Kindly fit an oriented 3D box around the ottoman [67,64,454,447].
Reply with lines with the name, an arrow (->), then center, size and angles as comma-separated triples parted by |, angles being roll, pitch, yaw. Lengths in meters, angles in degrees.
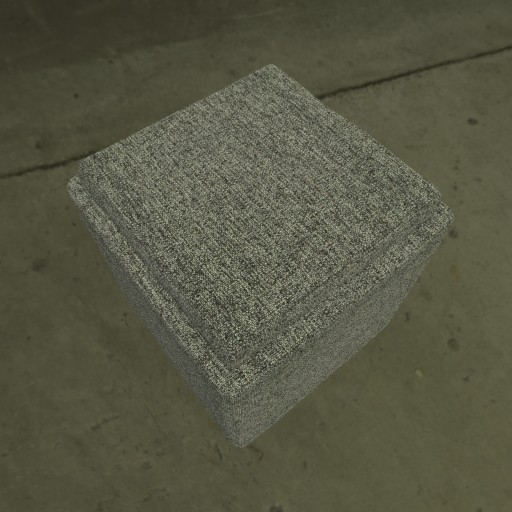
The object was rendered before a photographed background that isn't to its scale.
ottoman -> 0.000, 0.000, 0.835 | 0.450, 0.463, 0.450 | -34, 64, -19
